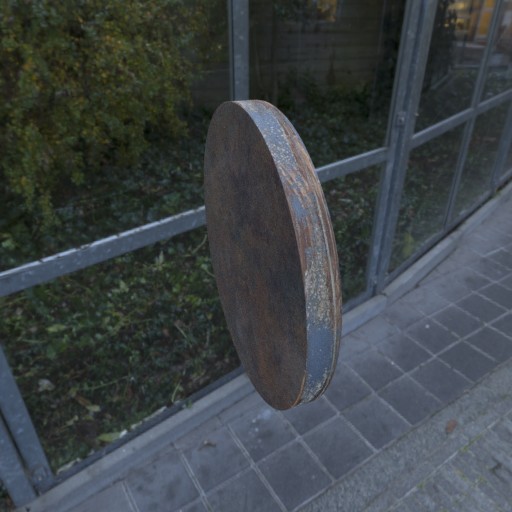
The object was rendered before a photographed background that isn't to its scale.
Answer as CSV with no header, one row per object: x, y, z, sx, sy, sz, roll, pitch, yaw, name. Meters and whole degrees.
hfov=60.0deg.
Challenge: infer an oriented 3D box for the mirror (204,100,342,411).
0.000,0.000,0.880,0.061,0.585,0.585,-11,32,-17,mirror
